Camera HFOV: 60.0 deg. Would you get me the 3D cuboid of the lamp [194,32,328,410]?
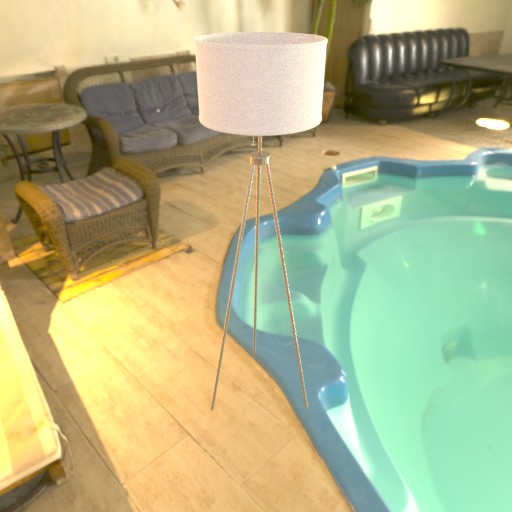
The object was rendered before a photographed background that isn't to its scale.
[{"bbox_3d":[0.000,0.000,1.745,0.458,1.545,0.448,-22,38,-32],"label":"lamp"}]
